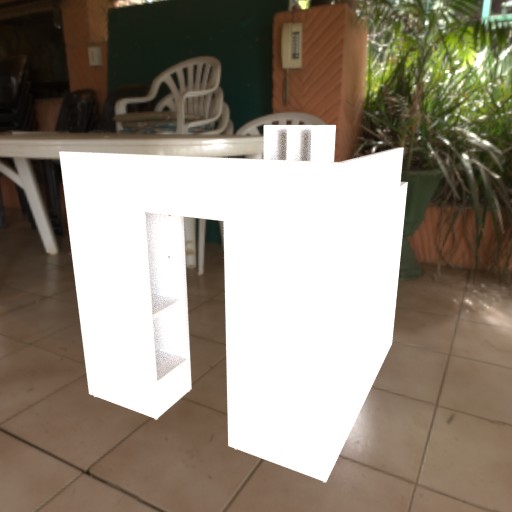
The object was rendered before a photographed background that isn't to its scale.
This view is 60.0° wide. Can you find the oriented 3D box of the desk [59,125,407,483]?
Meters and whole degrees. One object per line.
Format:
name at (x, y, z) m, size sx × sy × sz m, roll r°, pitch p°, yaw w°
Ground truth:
desk at (0.000, 0.000, 1.737) m, size 0.940 × 0.986 × 0.940 m, roll 8°, pitch 19°, yaw 26°
